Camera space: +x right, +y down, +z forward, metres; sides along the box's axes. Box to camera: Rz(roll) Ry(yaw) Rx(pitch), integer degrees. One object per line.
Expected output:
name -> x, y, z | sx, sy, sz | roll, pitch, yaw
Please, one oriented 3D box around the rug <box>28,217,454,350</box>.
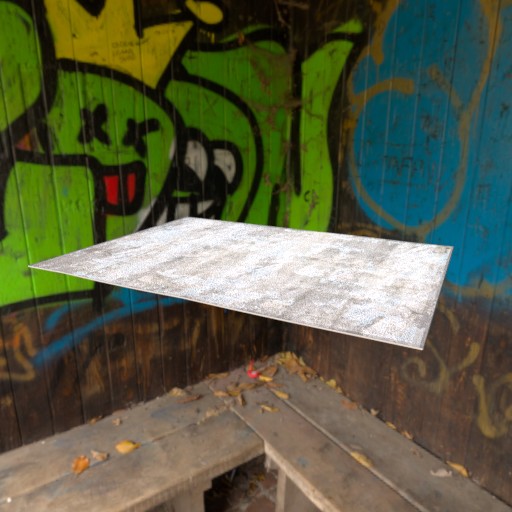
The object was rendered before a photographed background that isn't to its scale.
rug -> 0.000, 0.000, 4.206 | 3.307, 0.013, 2.393 | 8, 19, 26
